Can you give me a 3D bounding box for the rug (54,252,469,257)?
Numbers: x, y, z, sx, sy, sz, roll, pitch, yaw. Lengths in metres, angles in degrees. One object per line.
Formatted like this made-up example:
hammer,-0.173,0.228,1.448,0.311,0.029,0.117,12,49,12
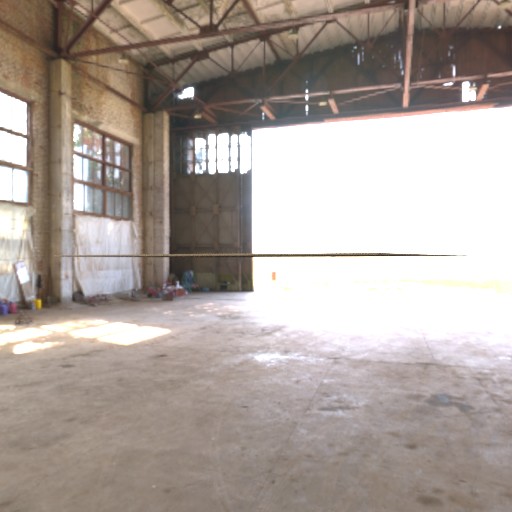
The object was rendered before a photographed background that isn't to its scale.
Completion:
rug,0.000,0.000,2.342,1.828,0.007,1.220,0,-1,37
